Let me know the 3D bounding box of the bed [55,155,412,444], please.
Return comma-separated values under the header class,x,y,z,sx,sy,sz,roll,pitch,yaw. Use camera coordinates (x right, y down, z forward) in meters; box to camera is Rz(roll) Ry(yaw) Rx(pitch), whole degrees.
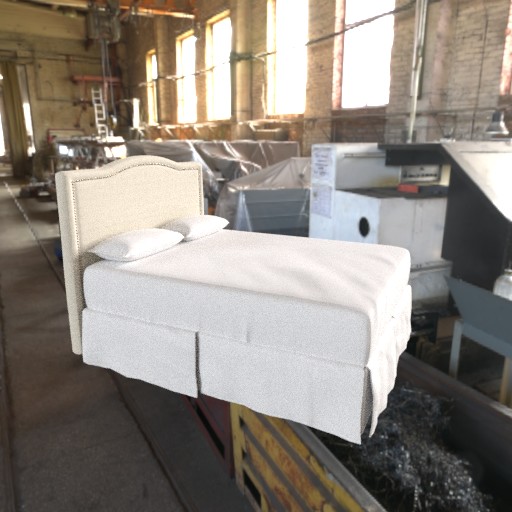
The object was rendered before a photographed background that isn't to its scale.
class,x,y,z,sx,sy,sz,roll,pitch,yaw
bed,0.000,0.000,3.343,2.196,1.449,1.741,7,16,25
